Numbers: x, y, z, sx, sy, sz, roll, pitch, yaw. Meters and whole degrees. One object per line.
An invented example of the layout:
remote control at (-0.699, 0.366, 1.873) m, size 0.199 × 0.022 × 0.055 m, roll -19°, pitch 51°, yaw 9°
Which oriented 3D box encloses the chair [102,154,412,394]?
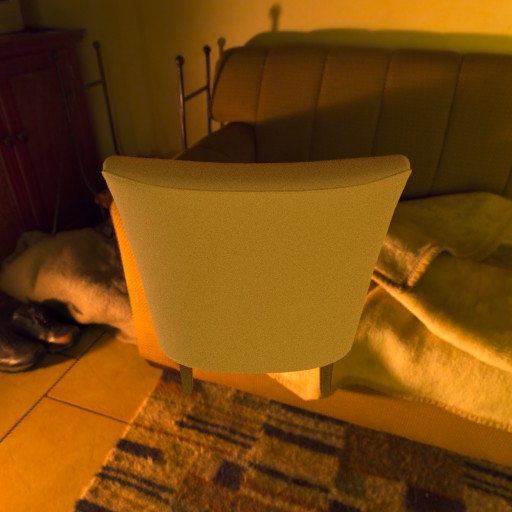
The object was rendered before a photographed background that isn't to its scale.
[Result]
chair at (0.000, 0.000, 1.550) m, size 0.756 × 0.916 × 0.879 m, roll 0°, pitch 32°, yaw 0°
